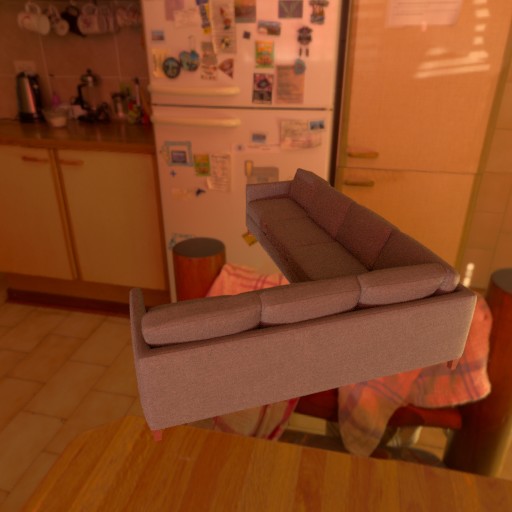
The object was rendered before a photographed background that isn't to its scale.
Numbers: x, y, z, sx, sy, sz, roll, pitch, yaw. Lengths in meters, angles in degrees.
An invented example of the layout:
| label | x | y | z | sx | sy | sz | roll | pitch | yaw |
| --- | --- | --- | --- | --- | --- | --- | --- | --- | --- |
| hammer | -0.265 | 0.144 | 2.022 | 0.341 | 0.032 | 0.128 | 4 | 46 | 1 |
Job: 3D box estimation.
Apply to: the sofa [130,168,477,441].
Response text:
| label | x | y | z | sx | sy | sz | roll | pitch | yaw |
| --- | --- | --- | --- | --- | --- | --- | --- | --- | --- |
| sofa | 0.000 | 0.000 | 4.545 | 2.593 | 0.947 | 3.302 | -8 | 28 | -15 |
